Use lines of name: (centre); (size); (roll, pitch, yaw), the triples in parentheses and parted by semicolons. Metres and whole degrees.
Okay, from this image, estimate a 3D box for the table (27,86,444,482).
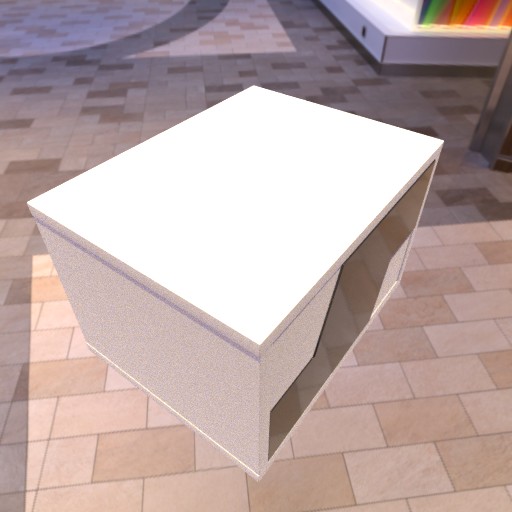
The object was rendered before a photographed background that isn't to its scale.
table: (0.000, 0.000, 0.792); (0.399, 0.357, 0.517); (27, 49, 26)
